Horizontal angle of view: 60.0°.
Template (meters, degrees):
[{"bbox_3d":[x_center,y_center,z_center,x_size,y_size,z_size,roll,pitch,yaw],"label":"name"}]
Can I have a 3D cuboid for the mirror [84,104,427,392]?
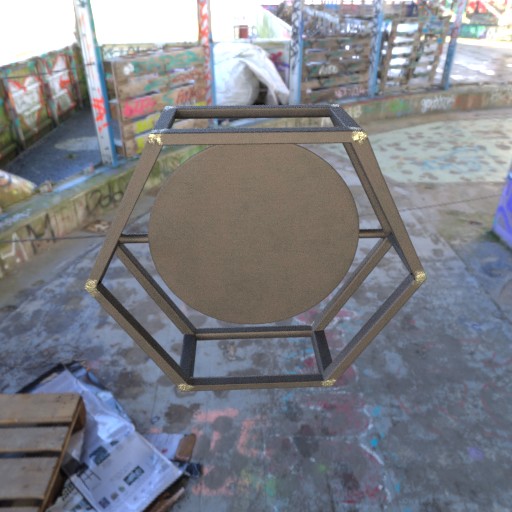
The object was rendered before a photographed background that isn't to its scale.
[{"bbox_3d":[0.000,0.000,0.542,0.380,0.334,0.119,-1,31,-2],"label":"mirror"}]
